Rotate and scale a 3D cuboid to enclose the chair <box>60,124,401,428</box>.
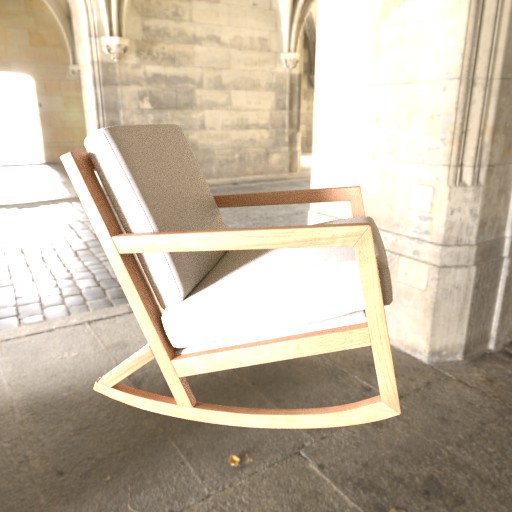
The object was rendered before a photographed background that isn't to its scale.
[{"bbox_3d":[0.000,0.000,1.391,0.857,0.790,0.622,3,17,10],"label":"chair"}]
